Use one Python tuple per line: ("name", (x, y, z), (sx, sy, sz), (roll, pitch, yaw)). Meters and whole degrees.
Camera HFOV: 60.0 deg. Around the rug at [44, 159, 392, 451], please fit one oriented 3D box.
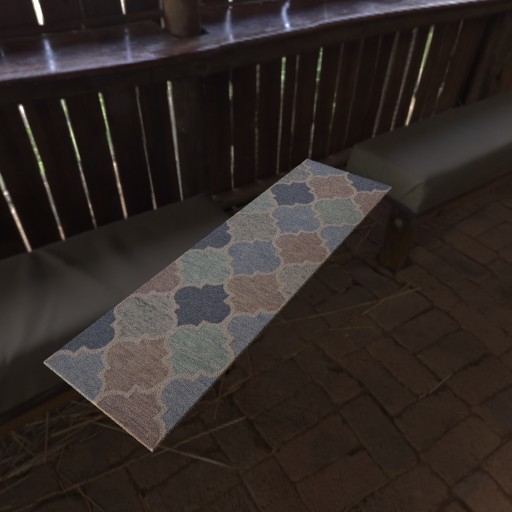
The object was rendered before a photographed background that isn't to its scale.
("rug", (0.000, 0.000, 2.525), (0.687, 0.011, 2.287), (25, 47, 26))
